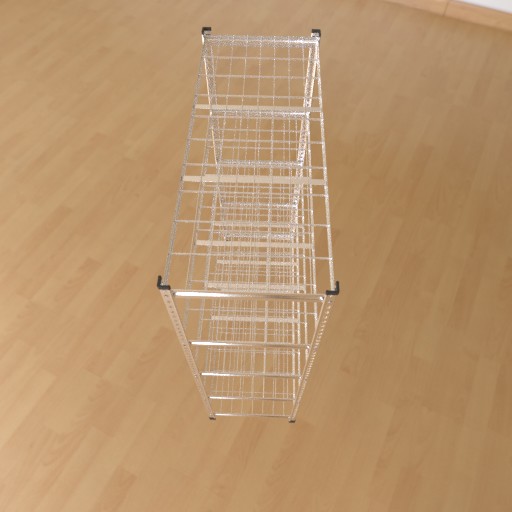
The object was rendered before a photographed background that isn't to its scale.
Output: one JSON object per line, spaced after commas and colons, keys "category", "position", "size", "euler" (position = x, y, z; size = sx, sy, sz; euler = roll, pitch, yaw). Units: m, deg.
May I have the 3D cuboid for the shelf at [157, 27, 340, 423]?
{"category": "shelf", "position": [0.000, 0.000, 2.710], "size": [0.610, 1.981, 1.524], "euler": [2, 58, 1]}
